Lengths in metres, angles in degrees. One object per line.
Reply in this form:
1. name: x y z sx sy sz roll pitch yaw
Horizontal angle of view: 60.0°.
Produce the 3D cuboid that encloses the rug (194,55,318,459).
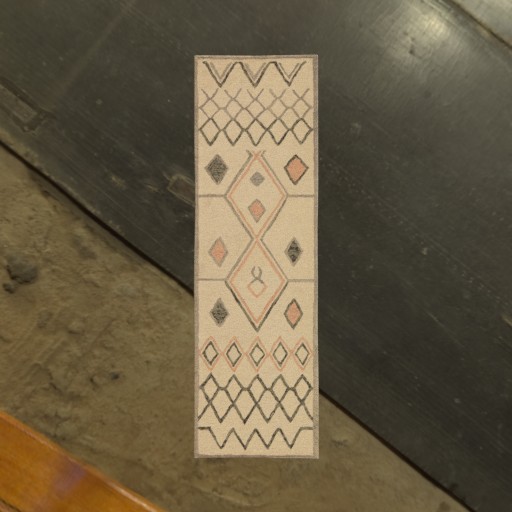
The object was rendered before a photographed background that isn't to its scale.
1. rug: 0.000 0.000 2.675 0.750 0.011 2.435 0 89 1
